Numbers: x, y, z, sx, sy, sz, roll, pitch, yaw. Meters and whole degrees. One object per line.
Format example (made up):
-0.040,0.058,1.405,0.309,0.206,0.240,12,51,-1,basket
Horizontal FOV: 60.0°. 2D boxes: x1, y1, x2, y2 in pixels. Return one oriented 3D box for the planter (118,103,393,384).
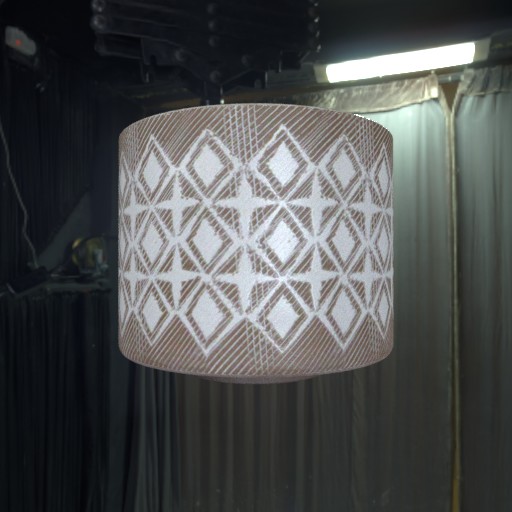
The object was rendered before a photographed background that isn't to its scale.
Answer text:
0.000,0.000,0.214,0.126,0.104,0.126,0,0,0,planter
